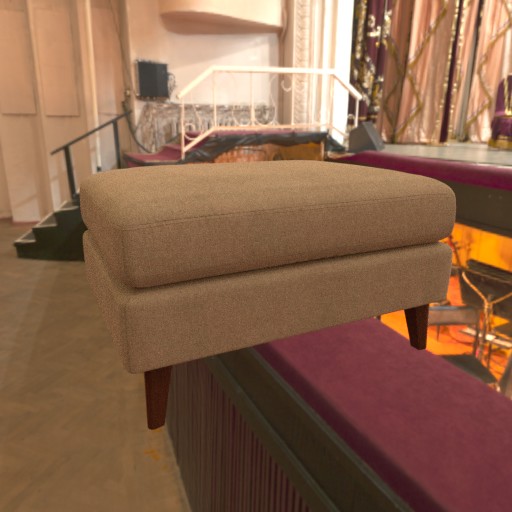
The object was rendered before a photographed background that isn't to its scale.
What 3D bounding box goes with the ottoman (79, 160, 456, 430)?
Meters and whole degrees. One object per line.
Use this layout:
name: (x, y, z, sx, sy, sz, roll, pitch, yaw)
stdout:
ottoman: (0.000, 0.000, 1.202, 0.823, 0.478, 0.610, -8, 18, -25)
